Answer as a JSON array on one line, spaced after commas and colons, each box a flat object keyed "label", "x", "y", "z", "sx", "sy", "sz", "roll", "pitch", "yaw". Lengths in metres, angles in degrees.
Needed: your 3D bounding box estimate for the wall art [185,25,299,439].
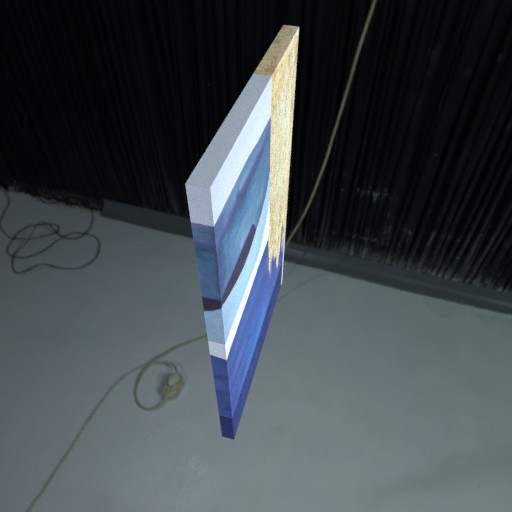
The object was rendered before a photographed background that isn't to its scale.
[{"label": "wall art", "x": 0.000, "y": 0.000, "z": 1.145, "sx": 0.039, "sy": 0.911, "sz": 0.607, "roll": 11, "pitch": 48, "yaw": 10}]
